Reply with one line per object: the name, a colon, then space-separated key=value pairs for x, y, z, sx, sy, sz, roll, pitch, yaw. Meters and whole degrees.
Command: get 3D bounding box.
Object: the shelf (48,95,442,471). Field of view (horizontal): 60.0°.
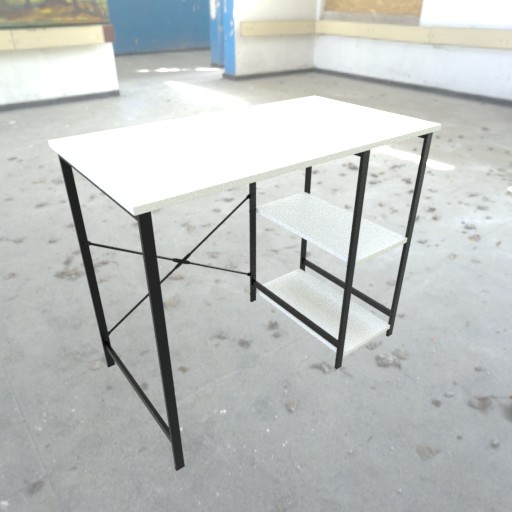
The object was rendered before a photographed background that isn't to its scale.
shelf: x=0.000 y=0.000 z=1.341 sx=0.902 sy=0.750 sz=0.498 roll=-21 pitch=37 yaw=-32
